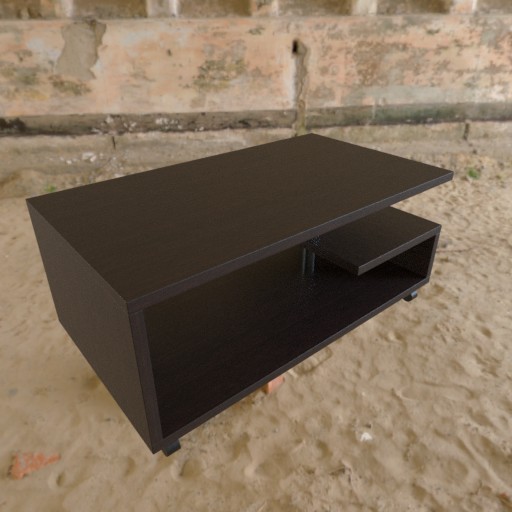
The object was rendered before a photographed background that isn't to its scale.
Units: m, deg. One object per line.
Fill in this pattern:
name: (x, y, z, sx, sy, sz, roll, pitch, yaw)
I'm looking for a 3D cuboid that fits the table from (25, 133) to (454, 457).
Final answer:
table: (0.000, 0.000, 1.344, 1.050, 0.460, 0.590, -22, 36, -34)
